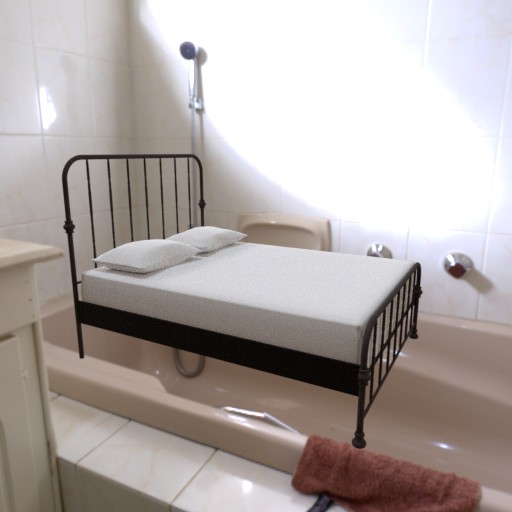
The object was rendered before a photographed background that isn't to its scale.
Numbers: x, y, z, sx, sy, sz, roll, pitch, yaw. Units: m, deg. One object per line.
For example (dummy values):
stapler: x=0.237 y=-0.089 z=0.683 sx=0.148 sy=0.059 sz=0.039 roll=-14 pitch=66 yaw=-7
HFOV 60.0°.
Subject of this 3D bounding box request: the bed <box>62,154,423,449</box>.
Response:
bed: x=0.000 y=0.000 z=3.246 sx=2.134 sy=1.446 sz=1.616 roll=7 pitch=15 yaw=28
